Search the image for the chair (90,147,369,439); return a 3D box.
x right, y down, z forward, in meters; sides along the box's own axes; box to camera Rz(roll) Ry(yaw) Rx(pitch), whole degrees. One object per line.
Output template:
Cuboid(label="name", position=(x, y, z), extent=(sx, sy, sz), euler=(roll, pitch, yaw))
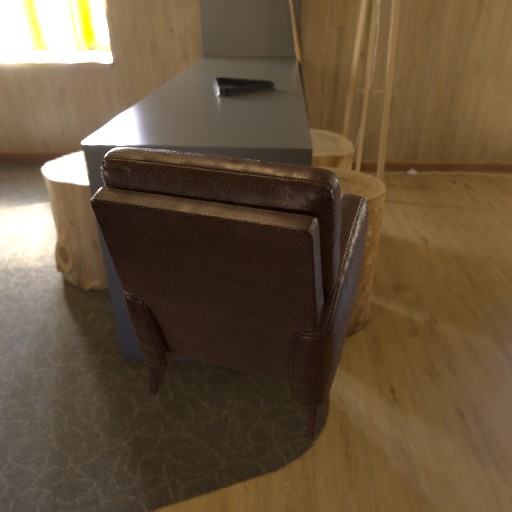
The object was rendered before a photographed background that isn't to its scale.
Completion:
Cuboid(label="chair", position=(0.000, 0.000, 1.681), extent=(0.762, 0.990, 0.990), euler=(10, 32, 16))
